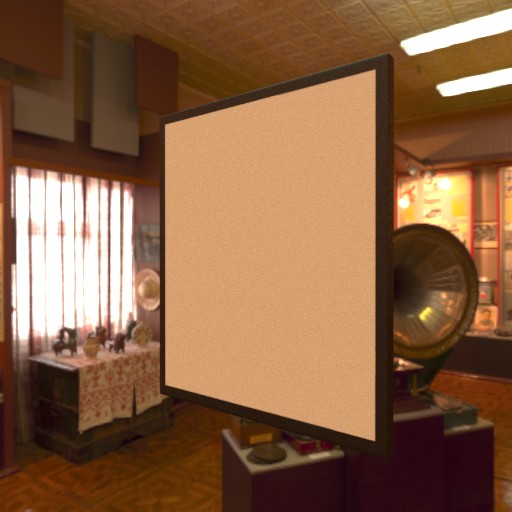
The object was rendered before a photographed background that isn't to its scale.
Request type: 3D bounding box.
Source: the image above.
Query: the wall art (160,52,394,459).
[{"bbox_3d":[0.000,0.000,0.693,0.430,0.509,0.021,0,0,37],"label":"wall art"}]
